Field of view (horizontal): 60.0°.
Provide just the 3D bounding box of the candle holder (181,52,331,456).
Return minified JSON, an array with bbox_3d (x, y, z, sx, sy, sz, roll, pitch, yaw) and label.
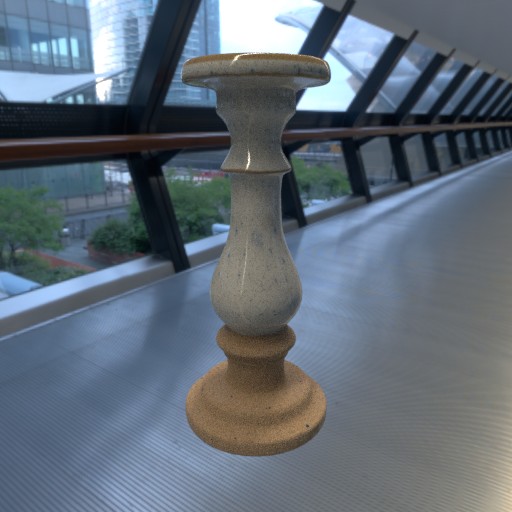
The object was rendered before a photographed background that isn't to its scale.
[{"bbox_3d":[0.000,0.000,0.253,0.088,0.203,0.088,0,16,0],"label":"candle holder"}]
